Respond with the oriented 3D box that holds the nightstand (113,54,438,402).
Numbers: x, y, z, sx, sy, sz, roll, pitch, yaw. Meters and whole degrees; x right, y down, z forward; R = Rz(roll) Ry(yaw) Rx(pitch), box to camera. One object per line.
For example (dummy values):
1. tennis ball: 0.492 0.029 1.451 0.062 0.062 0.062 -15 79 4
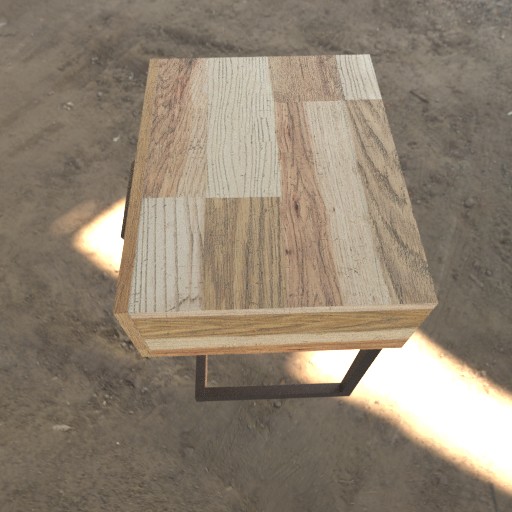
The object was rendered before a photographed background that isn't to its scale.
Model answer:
1. nightstand: 0.000 0.000 1.016 0.481 0.632 0.558 -2 58 -1
